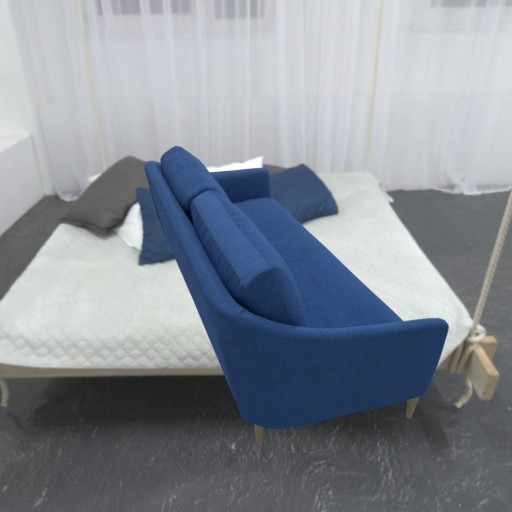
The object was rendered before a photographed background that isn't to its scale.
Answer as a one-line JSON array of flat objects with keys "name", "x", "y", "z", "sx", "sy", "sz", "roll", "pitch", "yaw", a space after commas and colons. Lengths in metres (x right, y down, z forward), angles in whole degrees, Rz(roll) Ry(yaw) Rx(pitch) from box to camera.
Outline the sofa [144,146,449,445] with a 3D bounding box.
[{"name": "sofa", "x": 0.000, "y": 0.000, "z": 2.534, "sx": 0.960, "sy": 0.903, "sz": 2.036, "roll": -10, "pitch": 31, "yaw": -18}]
